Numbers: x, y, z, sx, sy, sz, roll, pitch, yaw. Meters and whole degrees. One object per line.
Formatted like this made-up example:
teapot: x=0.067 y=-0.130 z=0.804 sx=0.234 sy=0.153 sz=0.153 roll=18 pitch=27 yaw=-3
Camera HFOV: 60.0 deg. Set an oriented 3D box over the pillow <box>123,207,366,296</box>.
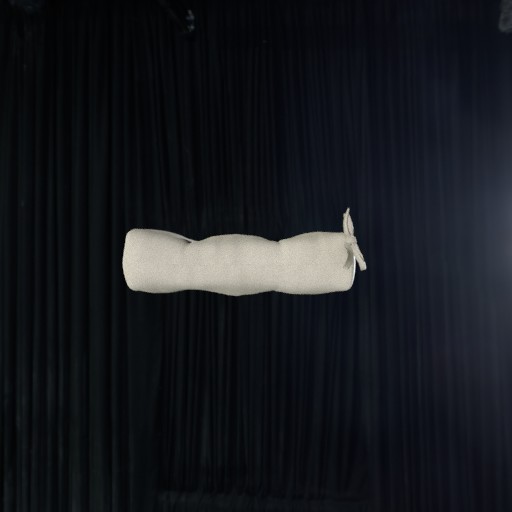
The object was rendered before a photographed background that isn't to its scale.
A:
pillow: x=0.000 y=0.000 z=1.376 sx=0.511 sy=0.174 sz=1.194 roll=0 pitch=0 yaw=0
